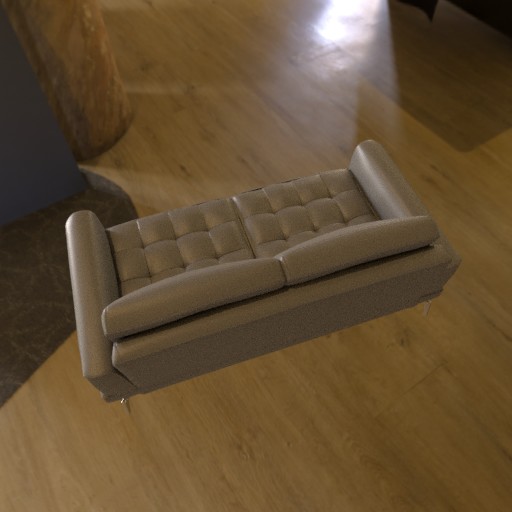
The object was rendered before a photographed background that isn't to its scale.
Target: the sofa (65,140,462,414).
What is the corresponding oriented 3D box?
[{"bbox_3d":[0.000,0.000,2.727,2.177,0.930,1.121,-16,59,-10],"label":"sofa"}]
